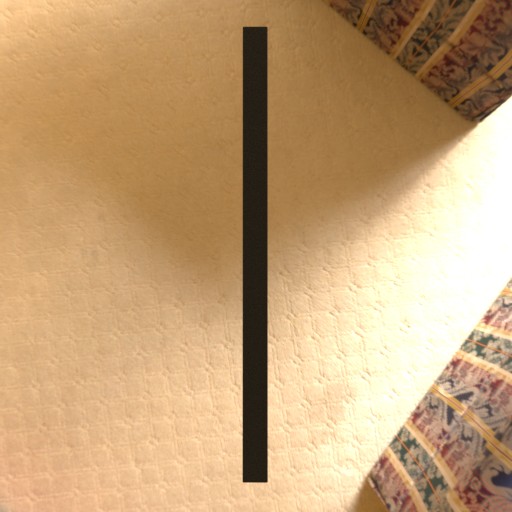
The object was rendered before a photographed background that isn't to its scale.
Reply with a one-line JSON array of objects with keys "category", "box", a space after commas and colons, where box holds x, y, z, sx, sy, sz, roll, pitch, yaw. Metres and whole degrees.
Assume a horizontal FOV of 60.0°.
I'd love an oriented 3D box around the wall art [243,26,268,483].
[{"category": "wall art", "box": [0.000, 0.000, 1.115, 0.044, 0.758, 0.758, 0, 89, 0]}]
